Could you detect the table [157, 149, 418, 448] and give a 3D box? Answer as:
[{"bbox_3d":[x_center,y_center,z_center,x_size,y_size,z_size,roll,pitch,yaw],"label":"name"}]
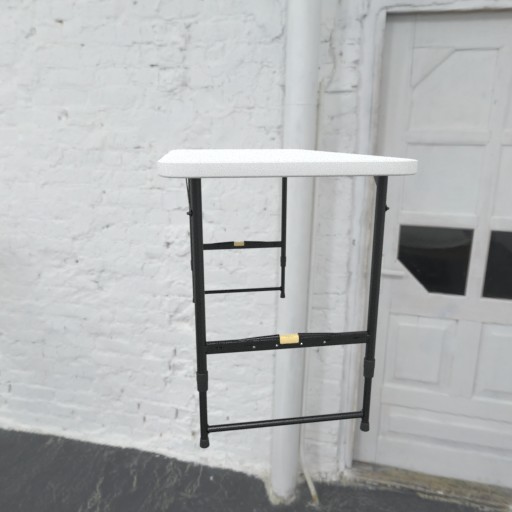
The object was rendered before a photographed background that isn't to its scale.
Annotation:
[{"bbox_3d":[0.000,0.000,1.626,0.610,0.737,1.219,-2,15,-9],"label":"table"}]
